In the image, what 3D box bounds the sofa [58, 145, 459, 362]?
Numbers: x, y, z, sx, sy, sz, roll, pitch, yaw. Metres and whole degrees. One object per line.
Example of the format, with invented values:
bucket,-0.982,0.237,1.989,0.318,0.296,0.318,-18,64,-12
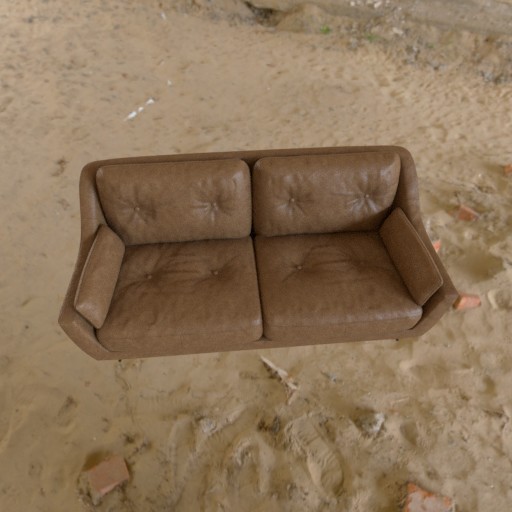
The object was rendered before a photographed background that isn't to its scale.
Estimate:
sofa,0.000,0.000,2.432,1.902,0.839,0.904,-4,46,-3
